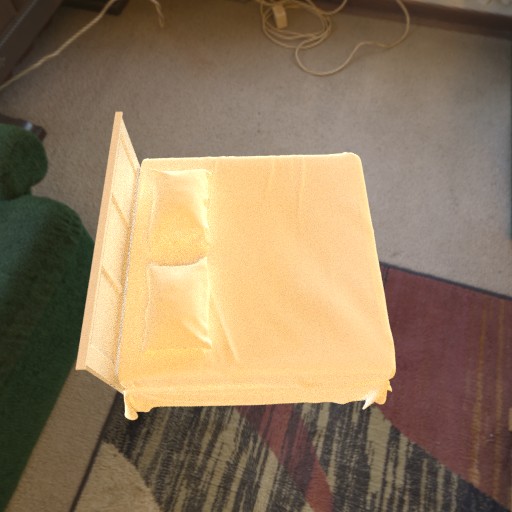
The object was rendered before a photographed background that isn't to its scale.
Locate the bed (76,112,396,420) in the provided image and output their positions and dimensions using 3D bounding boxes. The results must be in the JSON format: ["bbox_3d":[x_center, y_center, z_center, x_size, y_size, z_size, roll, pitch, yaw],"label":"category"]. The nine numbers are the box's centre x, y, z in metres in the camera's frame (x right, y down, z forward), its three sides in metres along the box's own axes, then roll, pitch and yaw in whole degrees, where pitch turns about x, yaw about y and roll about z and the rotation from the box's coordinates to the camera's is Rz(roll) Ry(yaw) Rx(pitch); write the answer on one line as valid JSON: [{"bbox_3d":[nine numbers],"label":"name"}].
[{"bbox_3d":[0.000,0.000,3.604,2.215,1.273,2.317,-1,63,-1],"label":"bed"}]
